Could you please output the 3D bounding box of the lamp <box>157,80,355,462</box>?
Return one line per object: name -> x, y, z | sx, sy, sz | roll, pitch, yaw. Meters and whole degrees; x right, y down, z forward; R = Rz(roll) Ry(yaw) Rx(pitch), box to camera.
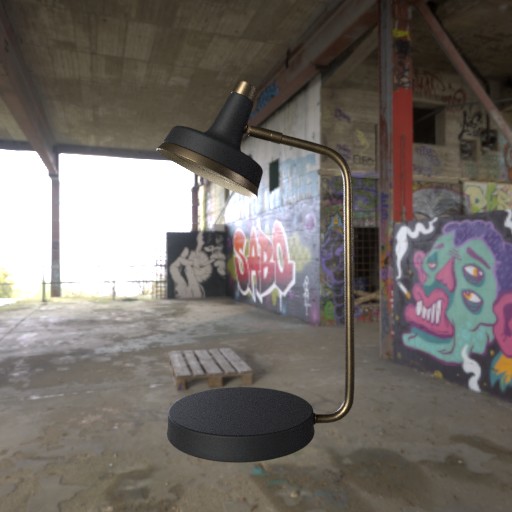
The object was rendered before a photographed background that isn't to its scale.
lamp -> 0.000, 0.000, 0.492 | 0.218, 0.385, 0.162 | 0, 0, 1
